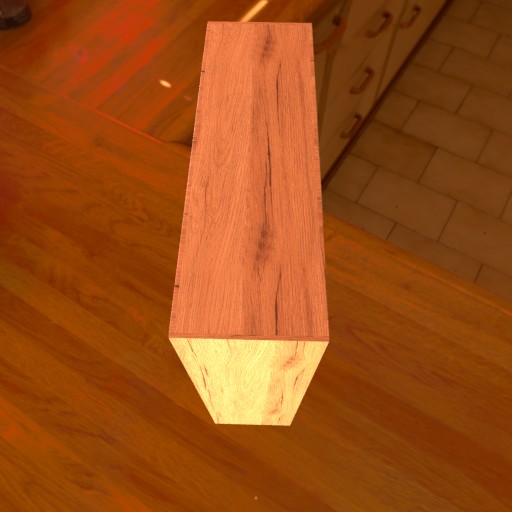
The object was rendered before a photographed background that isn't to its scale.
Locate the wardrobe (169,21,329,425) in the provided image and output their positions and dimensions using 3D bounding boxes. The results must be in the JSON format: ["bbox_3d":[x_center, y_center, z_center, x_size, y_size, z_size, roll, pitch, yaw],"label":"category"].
[{"bbox_3d":[0.000,0.000,2.919,0.580,2.070,1.810,1,61,1],"label":"wardrobe"}]
